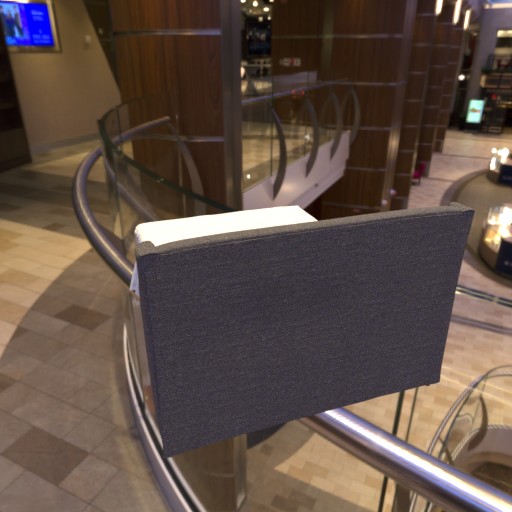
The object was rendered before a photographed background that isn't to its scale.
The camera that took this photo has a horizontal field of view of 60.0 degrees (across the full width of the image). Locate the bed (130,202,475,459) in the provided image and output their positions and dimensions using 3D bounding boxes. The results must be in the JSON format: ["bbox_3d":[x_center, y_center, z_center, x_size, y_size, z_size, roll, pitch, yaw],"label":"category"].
[{"bbox_3d":[0.000,0.000,3.493,1.925,1.332,2.276,-8,26,-17],"label":"bed"}]
